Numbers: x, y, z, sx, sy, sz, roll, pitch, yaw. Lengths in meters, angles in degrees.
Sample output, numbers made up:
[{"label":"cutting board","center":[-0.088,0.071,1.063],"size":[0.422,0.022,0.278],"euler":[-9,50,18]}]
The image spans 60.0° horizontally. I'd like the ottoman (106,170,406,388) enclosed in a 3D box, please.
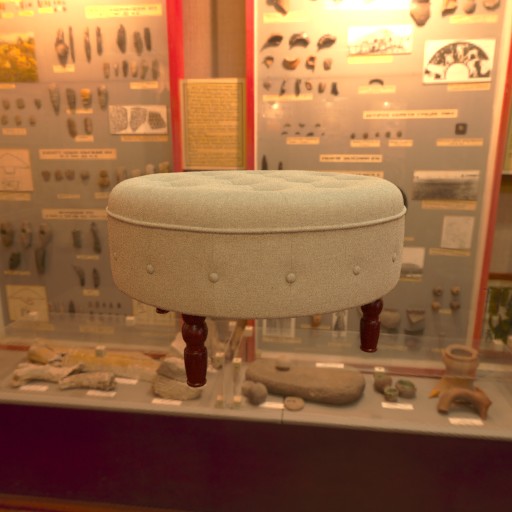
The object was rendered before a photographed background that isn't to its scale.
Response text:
[{"label":"ottoman","center":[0.000,0.000,1.357],"size":[0.849,0.478,0.849],"euler":[0,14,0]}]
